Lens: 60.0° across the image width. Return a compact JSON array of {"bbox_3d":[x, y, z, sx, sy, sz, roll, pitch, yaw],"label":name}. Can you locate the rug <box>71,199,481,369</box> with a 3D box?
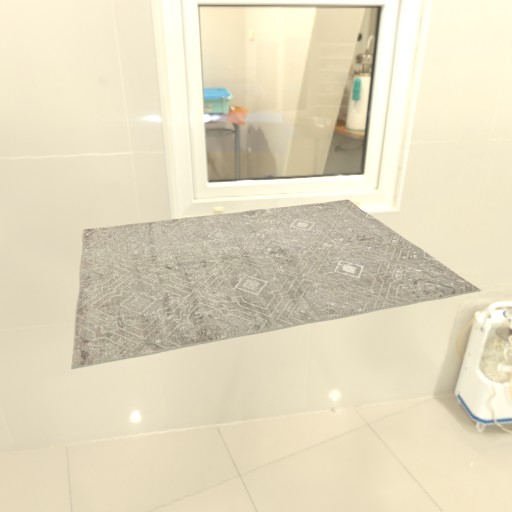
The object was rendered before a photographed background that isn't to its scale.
[{"bbox_3d":[0.000,0.000,4.442,3.359,0.020,2.448,-8,28,-15],"label":"rug"}]
